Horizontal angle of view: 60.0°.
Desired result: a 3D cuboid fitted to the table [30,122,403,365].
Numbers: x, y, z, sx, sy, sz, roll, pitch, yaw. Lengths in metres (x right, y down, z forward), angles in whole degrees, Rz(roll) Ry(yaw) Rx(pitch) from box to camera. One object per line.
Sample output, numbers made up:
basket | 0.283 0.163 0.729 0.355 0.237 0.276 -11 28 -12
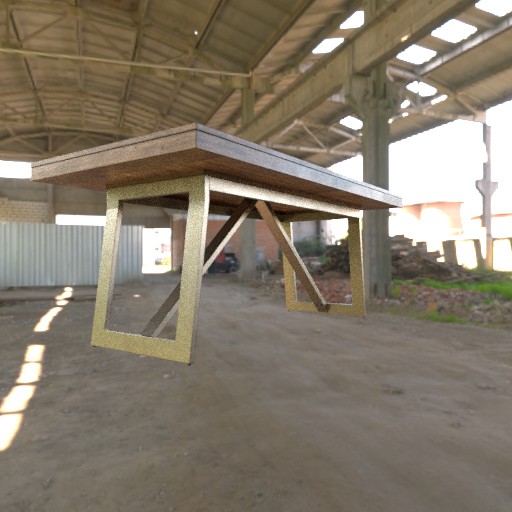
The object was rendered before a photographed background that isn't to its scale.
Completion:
table | 0.000 0.000 2.298 0.931 0.757 1.867 0 0 36
